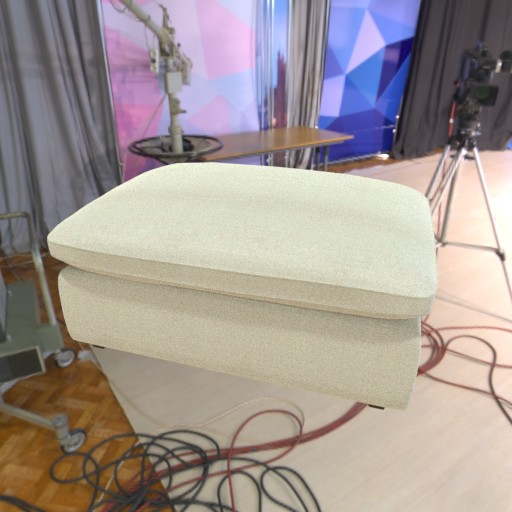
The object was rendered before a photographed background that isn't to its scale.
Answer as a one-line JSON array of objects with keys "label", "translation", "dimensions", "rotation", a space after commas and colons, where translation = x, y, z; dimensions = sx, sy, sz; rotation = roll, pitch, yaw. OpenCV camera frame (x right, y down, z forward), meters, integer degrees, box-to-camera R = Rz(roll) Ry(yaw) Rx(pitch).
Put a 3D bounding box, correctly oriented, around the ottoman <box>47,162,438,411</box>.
[{"label": "ottoman", "translation": [0.000, 0.000, 1.364], "dimensions": [0.984, 0.453, 0.686], "rotation": [8, 29, 15]}]
